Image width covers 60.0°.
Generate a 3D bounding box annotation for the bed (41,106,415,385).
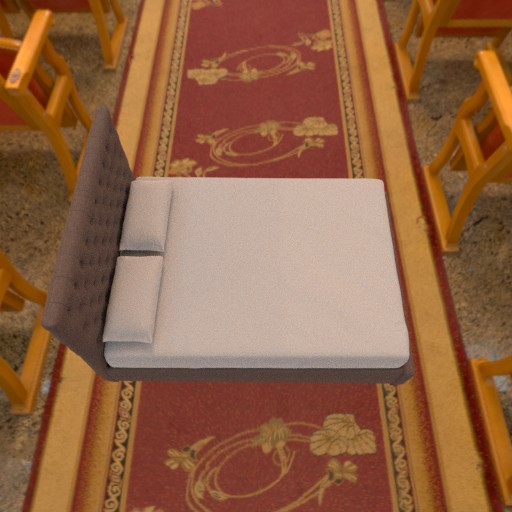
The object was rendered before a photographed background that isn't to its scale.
[{"bbox_3d":[0.000,0.000,3.422,2.387,1.427,1.698,1,61,0],"label":"bed"}]
